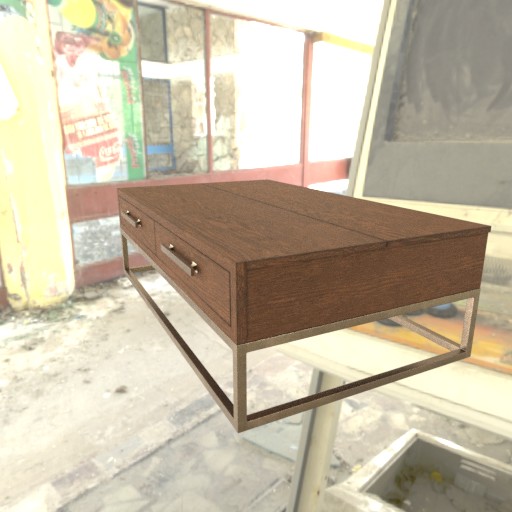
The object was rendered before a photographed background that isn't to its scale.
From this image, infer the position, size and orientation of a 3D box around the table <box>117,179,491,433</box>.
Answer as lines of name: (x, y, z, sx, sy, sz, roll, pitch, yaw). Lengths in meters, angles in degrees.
table: (0.000, 0.000, 1.493, 0.719, 0.361, 1.167, -8, 18, -26)
